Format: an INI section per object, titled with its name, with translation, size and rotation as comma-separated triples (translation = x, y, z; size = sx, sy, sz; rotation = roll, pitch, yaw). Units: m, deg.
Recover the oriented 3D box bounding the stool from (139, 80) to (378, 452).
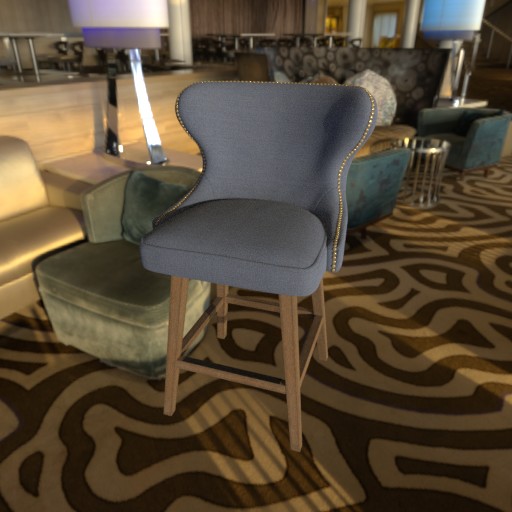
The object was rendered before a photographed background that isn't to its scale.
[stool]
translation = 0.000, 0.000, 1.378
size = 0.615, 0.972, 0.597
rotation = 9, 28, 17
